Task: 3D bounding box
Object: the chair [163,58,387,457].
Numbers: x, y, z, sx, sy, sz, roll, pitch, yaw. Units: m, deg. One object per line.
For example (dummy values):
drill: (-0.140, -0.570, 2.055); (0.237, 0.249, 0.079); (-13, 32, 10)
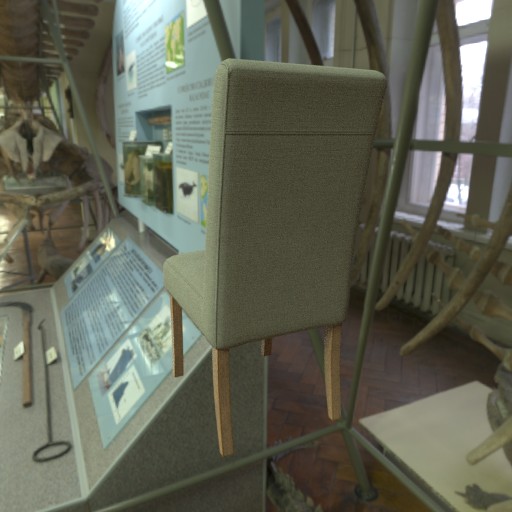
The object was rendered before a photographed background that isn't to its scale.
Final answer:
chair: (0.000, 0.000, 1.381); (0.450, 1.033, 0.611); (-7, 17, -25)
